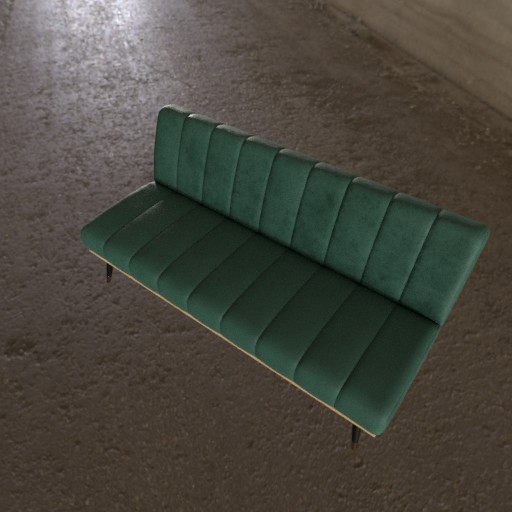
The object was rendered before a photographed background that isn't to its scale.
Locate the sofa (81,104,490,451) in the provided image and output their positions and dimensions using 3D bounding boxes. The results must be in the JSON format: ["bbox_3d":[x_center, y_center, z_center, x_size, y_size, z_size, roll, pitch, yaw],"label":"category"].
[{"bbox_3d":[0.000,0.000,2.228,1.810,0.820,0.830,28,52,25],"label":"sofa"}]
